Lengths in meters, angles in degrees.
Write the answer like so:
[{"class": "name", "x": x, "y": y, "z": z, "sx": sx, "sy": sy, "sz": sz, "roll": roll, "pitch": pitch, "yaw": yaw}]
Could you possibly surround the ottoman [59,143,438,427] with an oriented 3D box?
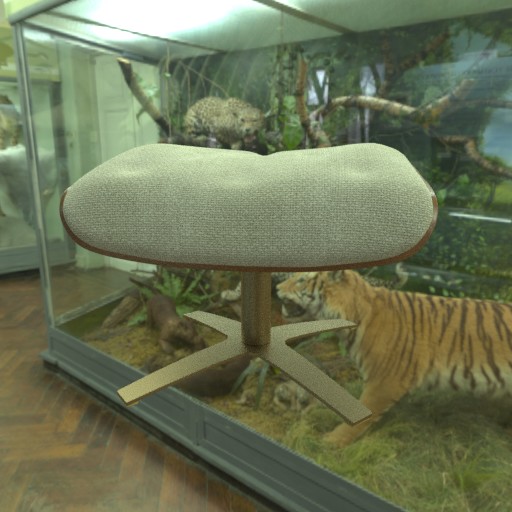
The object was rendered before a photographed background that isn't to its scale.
[{"class": "ottoman", "x": 0.000, "y": 0.000, "z": 0.791, "sx": 0.520, "sy": 0.391, "sz": 0.394, "roll": 2, "pitch": 14, "yaw": 8}]
